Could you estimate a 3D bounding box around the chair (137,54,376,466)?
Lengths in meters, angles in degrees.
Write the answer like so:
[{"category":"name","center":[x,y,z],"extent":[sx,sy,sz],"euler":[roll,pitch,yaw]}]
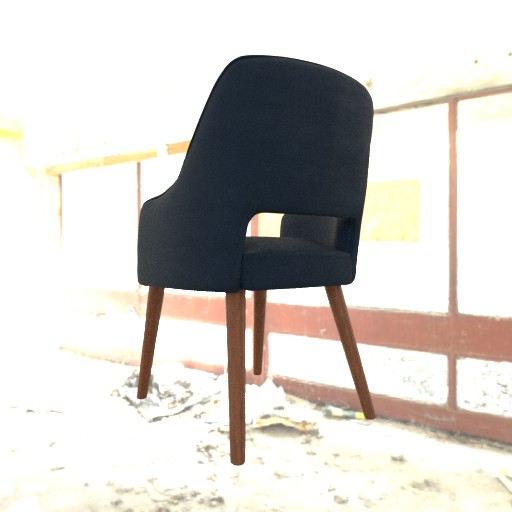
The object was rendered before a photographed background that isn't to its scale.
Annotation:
[{"category":"chair","center":[0.000,0.000,1.206],"extent":[0.559,0.844,0.591],"euler":[-1,1,-36]}]
